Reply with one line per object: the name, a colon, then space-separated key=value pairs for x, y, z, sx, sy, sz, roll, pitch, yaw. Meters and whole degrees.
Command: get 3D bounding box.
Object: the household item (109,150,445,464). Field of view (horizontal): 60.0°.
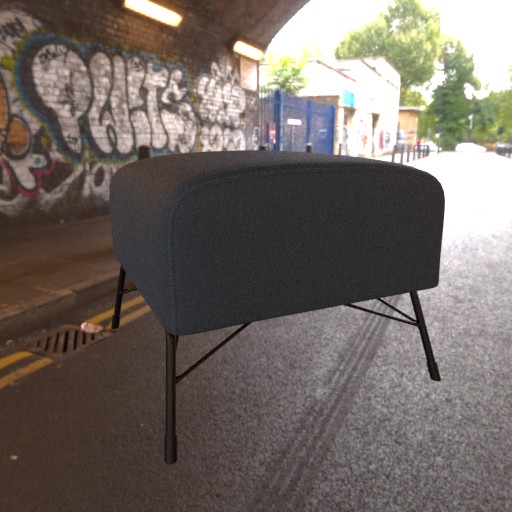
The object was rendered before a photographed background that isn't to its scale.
household item: x=0.000 y=0.000 z=0.905 sx=0.530 sy=0.420 sz=0.530 roll=-7 pitch=16 yaw=-25
